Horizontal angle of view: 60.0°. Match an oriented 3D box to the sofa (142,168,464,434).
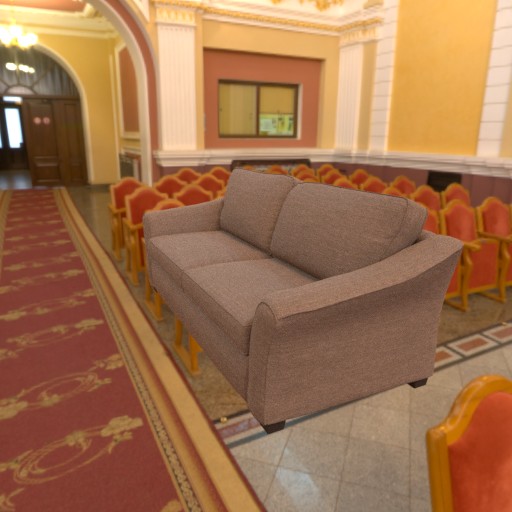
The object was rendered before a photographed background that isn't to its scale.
[{"bbox_3d":[0.000,0.000,2.785,0.980,0.965,2.270,-8,17,-25],"label":"sofa"}]
